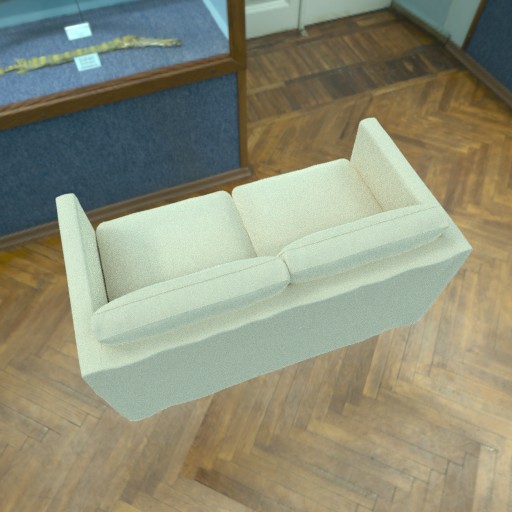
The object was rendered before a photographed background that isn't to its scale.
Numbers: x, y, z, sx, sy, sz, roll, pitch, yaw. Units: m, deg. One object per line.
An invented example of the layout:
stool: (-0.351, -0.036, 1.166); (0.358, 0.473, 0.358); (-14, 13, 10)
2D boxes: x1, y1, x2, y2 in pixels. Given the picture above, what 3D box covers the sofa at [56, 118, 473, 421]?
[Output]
sofa: (0.000, 0.000, 2.276); (1.746, 0.834, 0.962); (-17, 59, -11)
